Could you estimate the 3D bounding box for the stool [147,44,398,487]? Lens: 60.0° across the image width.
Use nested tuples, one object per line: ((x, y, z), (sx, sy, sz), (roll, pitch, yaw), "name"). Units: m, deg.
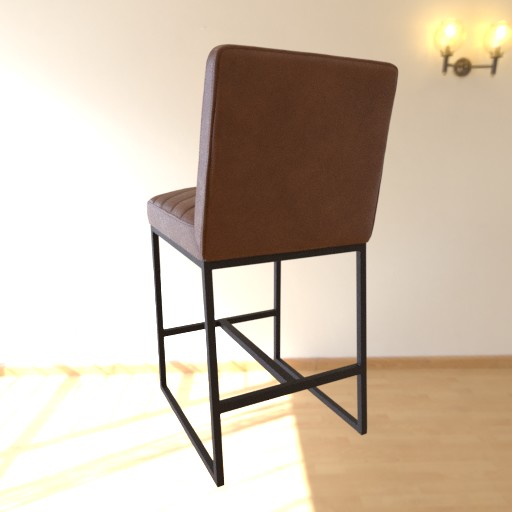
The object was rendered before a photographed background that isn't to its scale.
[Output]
((0.000, 0.000, 1.200), (0.458, 0.940, 0.556), (-7, 15, -26), "stool")
